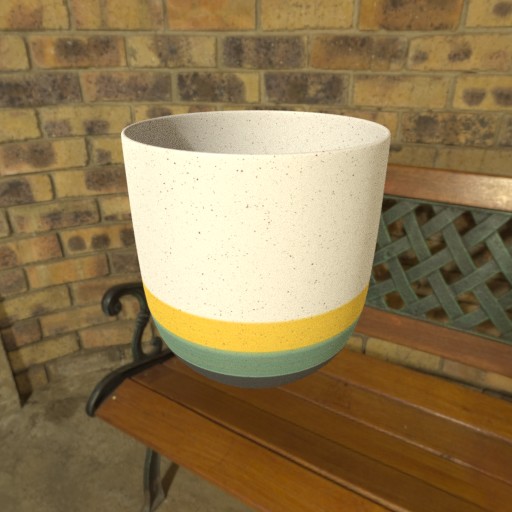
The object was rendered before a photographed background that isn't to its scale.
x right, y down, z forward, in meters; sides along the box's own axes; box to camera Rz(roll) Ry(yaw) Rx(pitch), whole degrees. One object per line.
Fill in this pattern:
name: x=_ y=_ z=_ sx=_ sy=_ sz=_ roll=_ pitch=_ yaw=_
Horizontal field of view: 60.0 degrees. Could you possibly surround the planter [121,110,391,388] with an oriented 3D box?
planter: x=0.000 y=0.000 z=0.376 sx=0.195 sy=0.214 sz=0.195 roll=0 pitch=25 yaw=0
